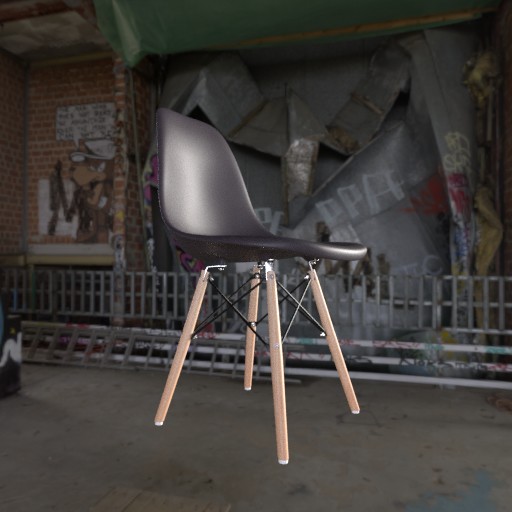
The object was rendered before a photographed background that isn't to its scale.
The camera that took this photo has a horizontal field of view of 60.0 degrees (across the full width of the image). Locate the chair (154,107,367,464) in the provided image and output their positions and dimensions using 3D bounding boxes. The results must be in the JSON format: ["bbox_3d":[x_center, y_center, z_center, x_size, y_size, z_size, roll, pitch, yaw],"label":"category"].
[{"bbox_3d":[0.000,0.000,1.141,0.533,0.825,0.470,0,-1,36],"label":"chair"}]
